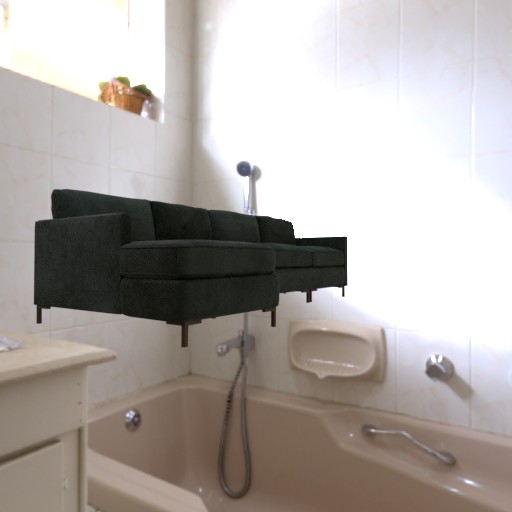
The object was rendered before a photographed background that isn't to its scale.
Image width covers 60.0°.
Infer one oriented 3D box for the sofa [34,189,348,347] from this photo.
[{"bbox_3d":[0.000,0.000,4.048,1.500,0.967,3.400,0,0,36],"label":"sofa"}]
